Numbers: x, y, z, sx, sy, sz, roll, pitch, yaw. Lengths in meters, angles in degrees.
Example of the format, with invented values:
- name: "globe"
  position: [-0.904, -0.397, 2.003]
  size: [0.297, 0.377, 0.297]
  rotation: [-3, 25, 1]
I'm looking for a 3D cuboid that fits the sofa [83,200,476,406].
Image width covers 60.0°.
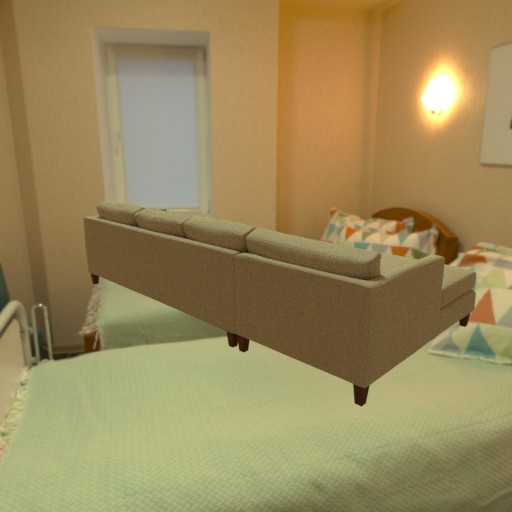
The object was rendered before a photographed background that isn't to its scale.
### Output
- name: "sofa"
  position: [0.000, 0.000, 3.890]
  size: [3.186, 0.846, 1.625]
  rotation: [13, 19, 43]
